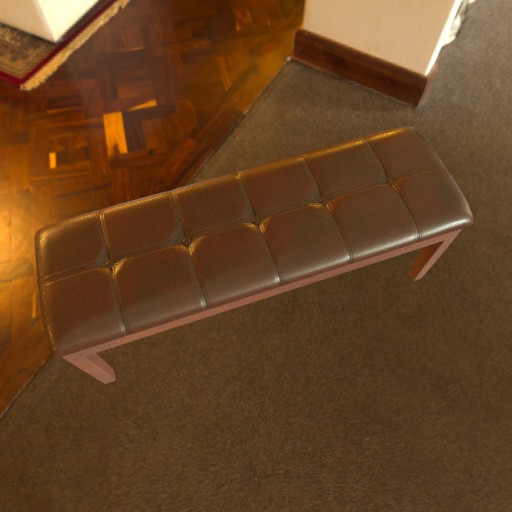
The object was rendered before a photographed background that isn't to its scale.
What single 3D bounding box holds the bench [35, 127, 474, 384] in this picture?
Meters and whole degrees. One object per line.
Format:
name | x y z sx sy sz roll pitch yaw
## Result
bench | 0.000 0.000 1.482 1.259 0.491 0.401 -17 65 -8
